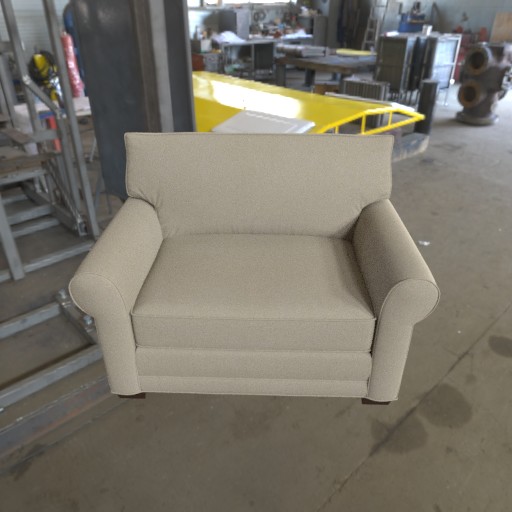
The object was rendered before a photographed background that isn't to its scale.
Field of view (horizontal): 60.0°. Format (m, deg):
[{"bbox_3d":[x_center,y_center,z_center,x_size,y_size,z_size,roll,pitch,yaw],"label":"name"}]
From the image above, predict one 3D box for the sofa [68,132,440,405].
[{"bbox_3d":[0.000,0.000,2.097,1.405,1.006,0.937,1,30,2],"label":"sofa"}]
